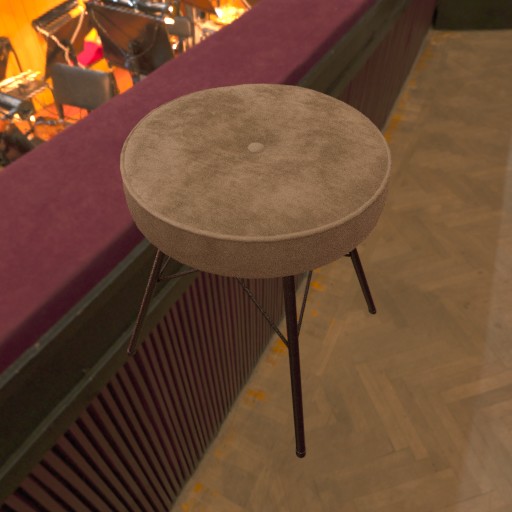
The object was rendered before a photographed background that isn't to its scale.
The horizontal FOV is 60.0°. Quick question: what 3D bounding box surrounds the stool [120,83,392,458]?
[{"bbox_3d":[0.000,0.000,0.865,0.457,0.538,0.423,24,51,20],"label":"stool"}]
